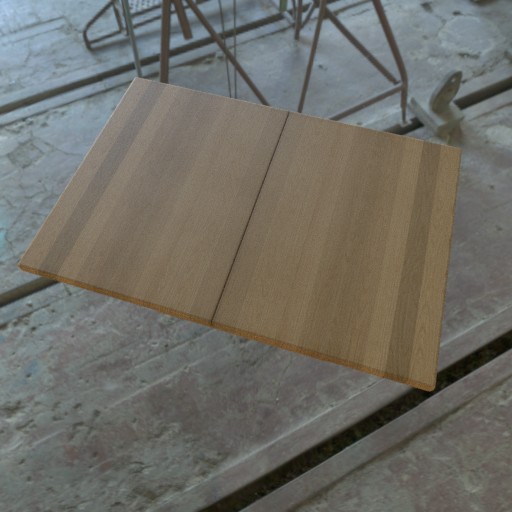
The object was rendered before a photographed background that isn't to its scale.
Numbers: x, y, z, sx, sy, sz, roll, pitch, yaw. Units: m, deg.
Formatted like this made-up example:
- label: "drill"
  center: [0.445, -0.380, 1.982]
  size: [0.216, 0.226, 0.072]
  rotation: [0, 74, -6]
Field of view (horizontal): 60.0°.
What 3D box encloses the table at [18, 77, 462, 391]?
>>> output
- label: "table"
  center: [0.000, 0.000, 1.839]
  size: [1.300, 0.770, 0.900]
  rotation: [15, 63, 8]
